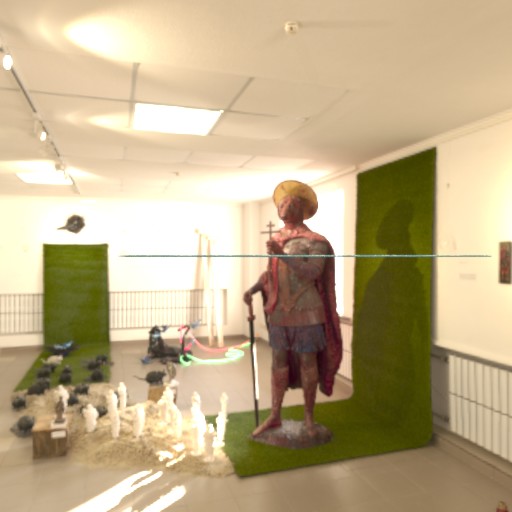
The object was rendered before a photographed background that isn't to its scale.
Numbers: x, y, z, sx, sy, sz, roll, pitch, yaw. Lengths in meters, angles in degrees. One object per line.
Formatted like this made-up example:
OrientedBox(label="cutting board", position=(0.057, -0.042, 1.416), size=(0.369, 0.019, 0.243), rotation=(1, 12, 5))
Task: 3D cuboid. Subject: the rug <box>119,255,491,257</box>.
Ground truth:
OrientedBox(label="rug", position=(0.000, 0.000, 4.028), size=(2.363, 0.012, 2.980), rotation=(0, 0, -18))
